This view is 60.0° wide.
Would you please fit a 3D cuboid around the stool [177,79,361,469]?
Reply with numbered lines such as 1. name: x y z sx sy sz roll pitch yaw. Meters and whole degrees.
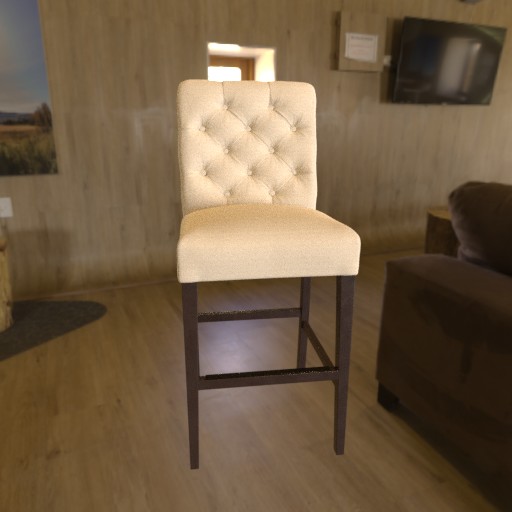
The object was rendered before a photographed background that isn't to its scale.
1. stool: 0.000 0.000 1.440 0.482 1.118 0.610 -2 16 -7
